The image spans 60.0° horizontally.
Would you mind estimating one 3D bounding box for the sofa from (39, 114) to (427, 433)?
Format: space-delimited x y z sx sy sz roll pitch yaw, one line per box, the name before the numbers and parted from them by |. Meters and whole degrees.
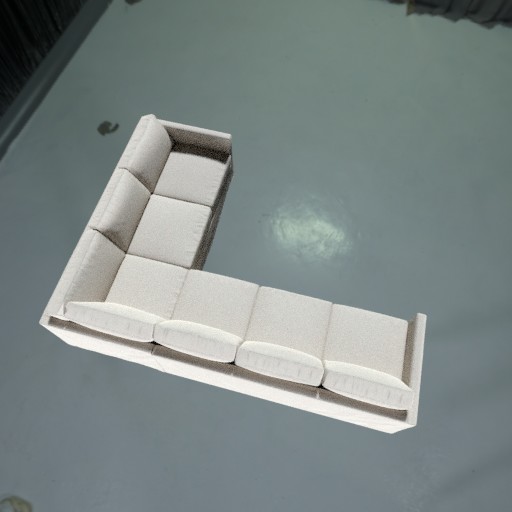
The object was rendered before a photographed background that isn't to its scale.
sofa | 0.000 0.000 4.296 3.182 0.871 2.432 13 64 7
